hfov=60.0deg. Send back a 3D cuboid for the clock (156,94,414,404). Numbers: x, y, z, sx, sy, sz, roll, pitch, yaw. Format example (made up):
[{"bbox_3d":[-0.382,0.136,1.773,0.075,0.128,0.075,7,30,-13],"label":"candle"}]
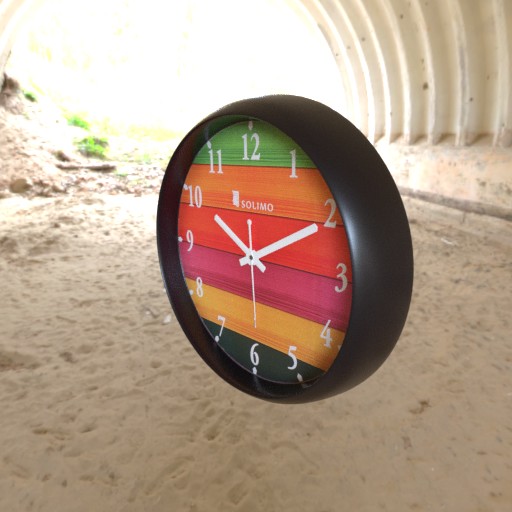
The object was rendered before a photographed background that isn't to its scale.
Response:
[{"bbox_3d":[0.000,0.000,0.432,0.060,0.300,0.300,-14,21,-42],"label":"clock"}]
